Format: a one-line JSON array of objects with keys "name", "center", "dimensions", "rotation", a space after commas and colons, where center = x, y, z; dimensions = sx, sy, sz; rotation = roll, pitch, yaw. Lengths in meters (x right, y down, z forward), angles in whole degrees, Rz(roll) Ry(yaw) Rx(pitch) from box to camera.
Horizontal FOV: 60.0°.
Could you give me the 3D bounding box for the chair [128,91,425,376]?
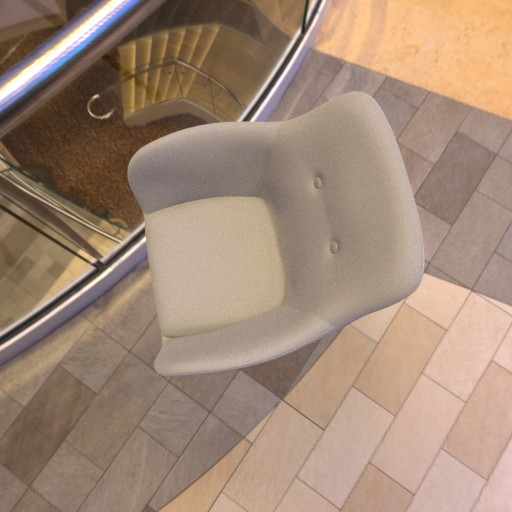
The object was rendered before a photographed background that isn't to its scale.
[{"name": "chair", "center": [0.000, 0.000, 1.215], "dimensions": [0.590, 0.830, 0.570], "rotation": [-11, 77, -3]}]
